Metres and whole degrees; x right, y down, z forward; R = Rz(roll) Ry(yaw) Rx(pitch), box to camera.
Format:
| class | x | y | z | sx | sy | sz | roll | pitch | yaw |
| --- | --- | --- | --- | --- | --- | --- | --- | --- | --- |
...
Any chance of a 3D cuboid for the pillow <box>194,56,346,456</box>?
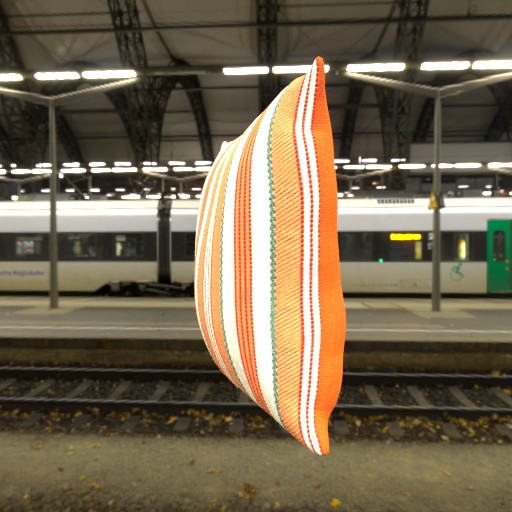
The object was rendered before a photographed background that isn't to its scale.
| class | x | y | z | sx | sy | sz | roll | pitch | yaw |
| --- | --- | --- | --- | --- | --- | --- | --- | --- | --- |
| pillow | 0.000 | 0.000 | 0.675 | 0.182 | 0.441 | 0.440 | 0 | 1 | -18 |
